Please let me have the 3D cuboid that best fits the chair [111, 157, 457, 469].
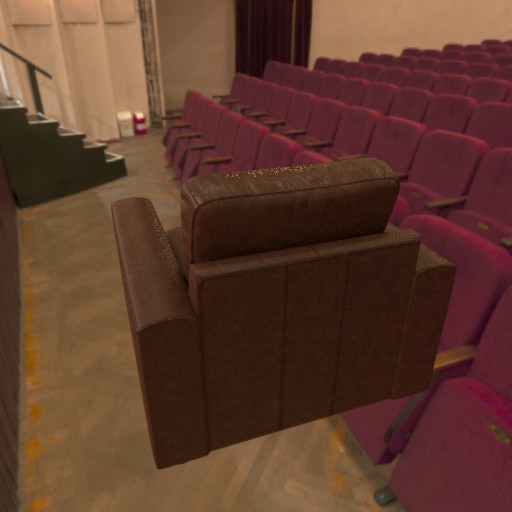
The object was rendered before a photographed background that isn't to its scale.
[{"bbox_3d":[0.000,0.000,1.723,1.005,0.873,1.016,-9,29,-17],"label":"chair"}]
